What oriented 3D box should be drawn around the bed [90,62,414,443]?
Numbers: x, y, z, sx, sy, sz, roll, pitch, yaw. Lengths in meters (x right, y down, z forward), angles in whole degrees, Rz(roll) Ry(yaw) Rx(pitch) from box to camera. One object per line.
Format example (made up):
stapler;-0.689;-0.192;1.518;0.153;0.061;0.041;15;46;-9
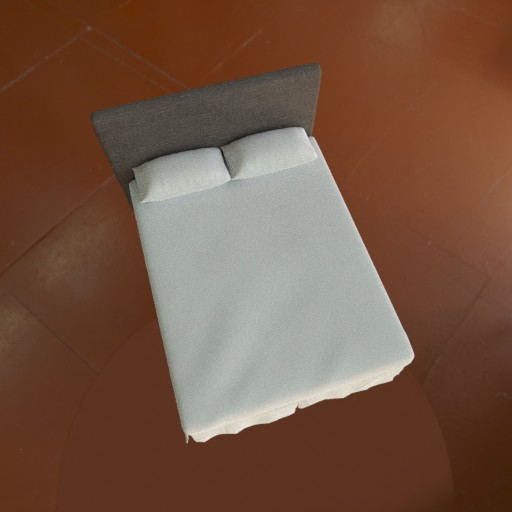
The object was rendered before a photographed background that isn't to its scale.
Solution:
bed;0.000;0.000;3.227;1.723;1.330;2.142;-15;65;-7
